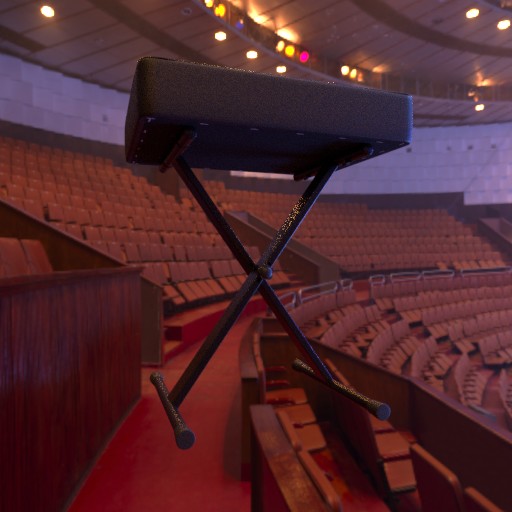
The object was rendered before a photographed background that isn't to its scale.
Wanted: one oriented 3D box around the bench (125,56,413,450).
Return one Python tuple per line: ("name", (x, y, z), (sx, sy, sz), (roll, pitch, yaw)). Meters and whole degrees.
("bench", (0.000, 0.000, 0.769), (0.424, 0.500, 0.321), (0, 0, -20))
